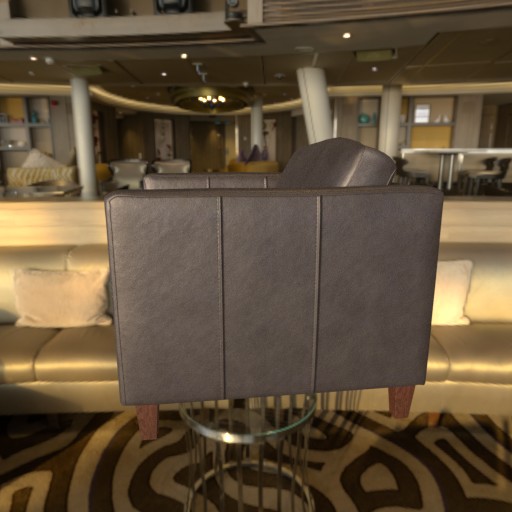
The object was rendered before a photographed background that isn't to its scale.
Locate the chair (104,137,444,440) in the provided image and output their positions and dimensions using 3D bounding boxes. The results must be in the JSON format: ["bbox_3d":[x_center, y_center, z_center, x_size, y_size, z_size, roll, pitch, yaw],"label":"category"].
[{"bbox_3d":[0.000,0.000,1.577,0.862,0.811,0.939,-2,13,-8],"label":"chair"}]
